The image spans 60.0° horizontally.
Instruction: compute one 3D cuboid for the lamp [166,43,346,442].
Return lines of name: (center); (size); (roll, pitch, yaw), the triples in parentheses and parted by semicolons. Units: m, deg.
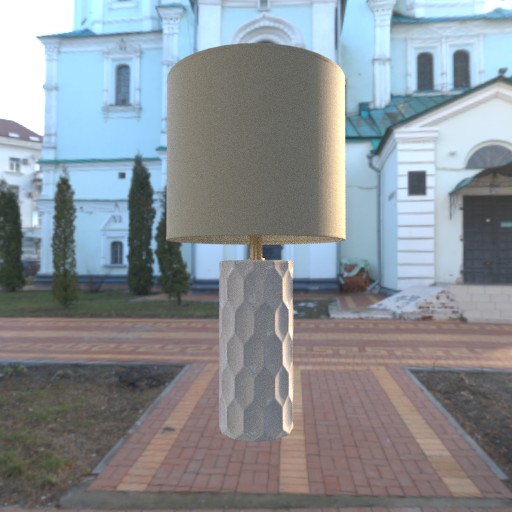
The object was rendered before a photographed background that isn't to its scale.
lamp: (0.000, 0.000, 0.696); (0.277, 0.537, 0.277); (0, -1, 17)
